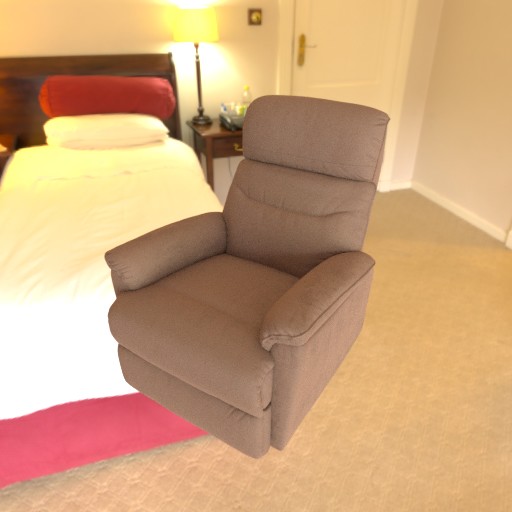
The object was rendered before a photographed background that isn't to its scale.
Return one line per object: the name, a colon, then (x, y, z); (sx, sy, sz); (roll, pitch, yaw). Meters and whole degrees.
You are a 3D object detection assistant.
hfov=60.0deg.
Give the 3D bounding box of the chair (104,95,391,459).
chair: (0.000, 0.000, 1.695); (0.820, 1.037, 1.004); (18, 34, 29)
